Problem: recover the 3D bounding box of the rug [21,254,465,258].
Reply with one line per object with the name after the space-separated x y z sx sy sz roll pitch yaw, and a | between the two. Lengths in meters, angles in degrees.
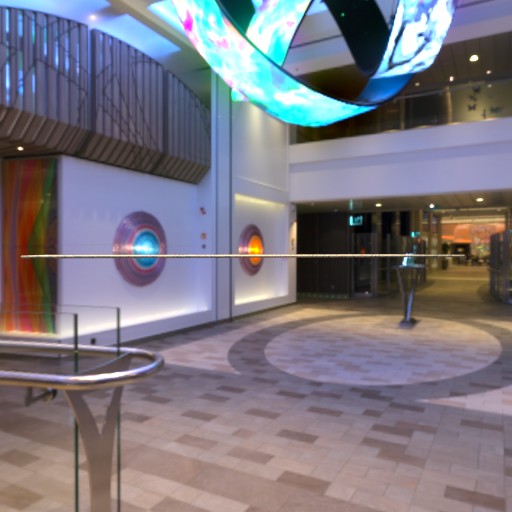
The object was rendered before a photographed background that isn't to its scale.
0.000 0.000 2.716 2.452 0.012 0.775 0 0 -17 | rug
